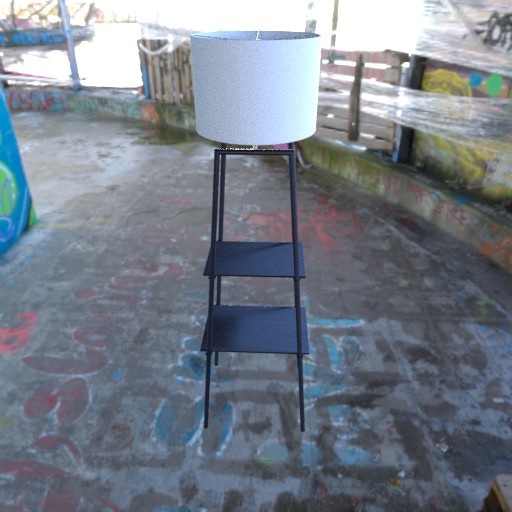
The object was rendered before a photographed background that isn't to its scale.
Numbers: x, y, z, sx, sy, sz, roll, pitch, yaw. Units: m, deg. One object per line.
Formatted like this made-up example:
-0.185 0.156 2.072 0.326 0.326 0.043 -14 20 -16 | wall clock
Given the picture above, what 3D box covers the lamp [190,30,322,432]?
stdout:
0.000 0.000 1.645 0.427 1.474 0.384 1 31 2 | lamp
